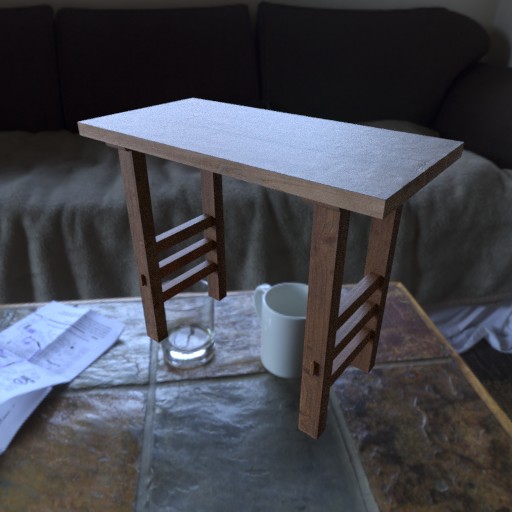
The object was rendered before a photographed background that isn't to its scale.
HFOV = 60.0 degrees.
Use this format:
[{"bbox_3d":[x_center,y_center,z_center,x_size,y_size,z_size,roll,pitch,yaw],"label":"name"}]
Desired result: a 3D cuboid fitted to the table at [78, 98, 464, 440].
[{"bbox_3d":[0.000,0.000,1.635,1.119,0.914,0.556,21,36,32],"label":"table"}]
